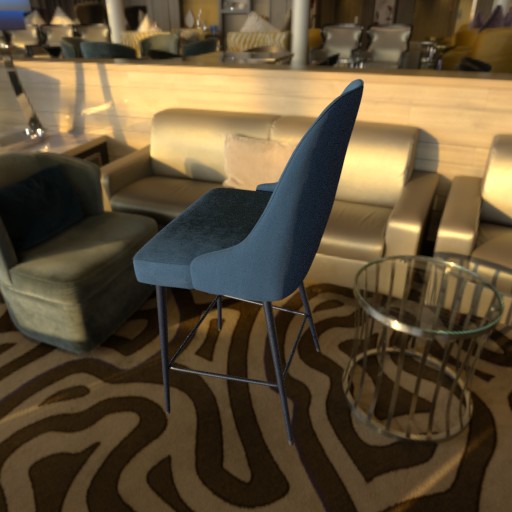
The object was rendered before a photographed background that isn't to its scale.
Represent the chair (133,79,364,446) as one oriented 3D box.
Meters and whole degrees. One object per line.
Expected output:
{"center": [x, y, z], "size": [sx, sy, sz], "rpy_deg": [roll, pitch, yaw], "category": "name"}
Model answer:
{"center": [0.000, 0.000, 1.247], "size": [0.489, 0.927, 0.526], "rpy_deg": [9, 30, 16], "category": "chair"}
